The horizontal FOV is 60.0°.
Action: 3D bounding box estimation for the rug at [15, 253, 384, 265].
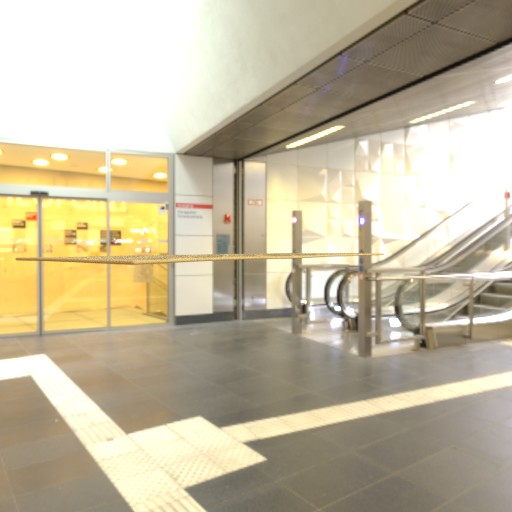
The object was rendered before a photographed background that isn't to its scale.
[{"bbox_3d":[0.000,0.000,2.334,0.645,0.015,2.182,1,1,35],"label":"rug"}]
